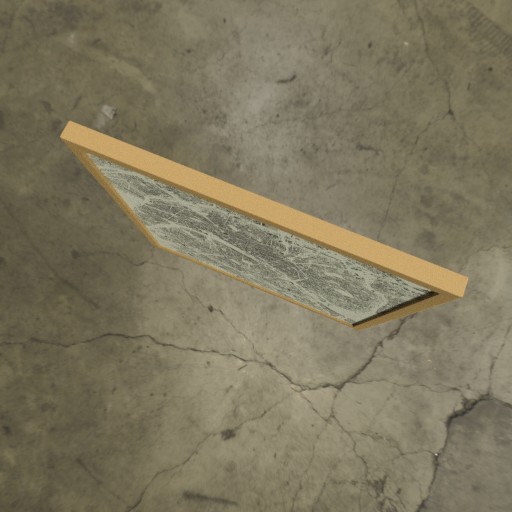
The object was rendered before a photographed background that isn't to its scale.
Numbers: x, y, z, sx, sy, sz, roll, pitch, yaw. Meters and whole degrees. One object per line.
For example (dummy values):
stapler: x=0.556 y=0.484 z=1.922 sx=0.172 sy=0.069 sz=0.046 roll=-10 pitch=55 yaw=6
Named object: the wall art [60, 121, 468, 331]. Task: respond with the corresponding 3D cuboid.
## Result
wall art: x=0.000 y=0.000 z=1.146 sx=0.761 sy=0.761 sz=0.037 roll=22 pitch=77 yaw=5
